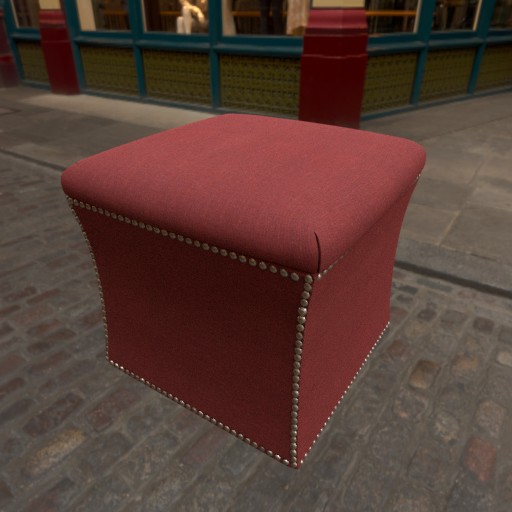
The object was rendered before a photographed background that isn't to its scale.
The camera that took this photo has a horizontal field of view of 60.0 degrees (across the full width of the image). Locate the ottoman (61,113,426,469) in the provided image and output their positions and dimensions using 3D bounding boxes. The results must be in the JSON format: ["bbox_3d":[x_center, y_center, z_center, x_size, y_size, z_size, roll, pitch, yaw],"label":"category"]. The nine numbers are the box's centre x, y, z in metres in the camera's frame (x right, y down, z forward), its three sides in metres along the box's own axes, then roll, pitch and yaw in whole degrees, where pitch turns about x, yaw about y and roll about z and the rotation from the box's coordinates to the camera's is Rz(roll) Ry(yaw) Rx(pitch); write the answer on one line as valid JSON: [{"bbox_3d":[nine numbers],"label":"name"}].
[{"bbox_3d":[0.000,0.000,0.900,0.507,0.475,0.497,18,35,28],"label":"ottoman"}]
